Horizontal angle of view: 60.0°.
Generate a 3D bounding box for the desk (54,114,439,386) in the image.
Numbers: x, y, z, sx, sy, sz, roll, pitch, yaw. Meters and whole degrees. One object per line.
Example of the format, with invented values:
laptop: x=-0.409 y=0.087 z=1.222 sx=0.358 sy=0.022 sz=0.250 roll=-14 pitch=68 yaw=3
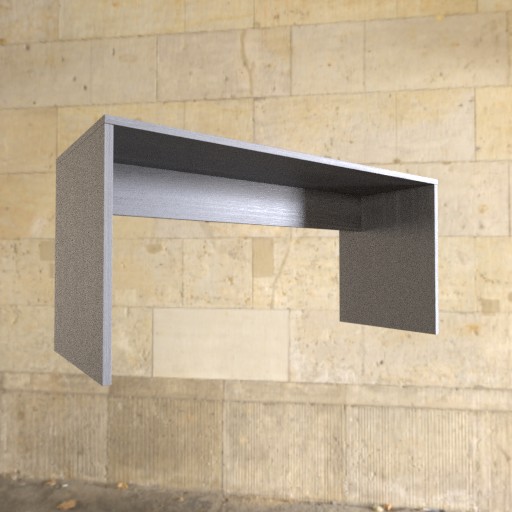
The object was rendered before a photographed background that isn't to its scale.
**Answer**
desk: x=0.000 y=0.000 z=2.009 sx=1.600 sy=0.750 sz=0.802 roll=1 pitch=-2 yaw=-35
